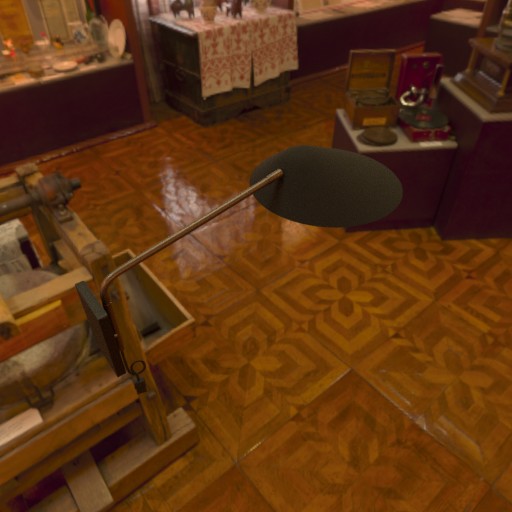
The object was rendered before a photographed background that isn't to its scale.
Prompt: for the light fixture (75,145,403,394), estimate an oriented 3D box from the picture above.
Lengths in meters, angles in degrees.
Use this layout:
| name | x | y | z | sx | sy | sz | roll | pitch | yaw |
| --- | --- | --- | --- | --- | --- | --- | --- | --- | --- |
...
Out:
| name | x | y | z | sx | sy | sz | roll | pitch | yaw |
| --- | --- | --- | --- | --- | --- | --- | --- | --- | --- |
| light fixture | 0.000 | 0.000 | 0.692 | 0.516 | 0.312 | 0.240 | -27 | 47 | -28 |
